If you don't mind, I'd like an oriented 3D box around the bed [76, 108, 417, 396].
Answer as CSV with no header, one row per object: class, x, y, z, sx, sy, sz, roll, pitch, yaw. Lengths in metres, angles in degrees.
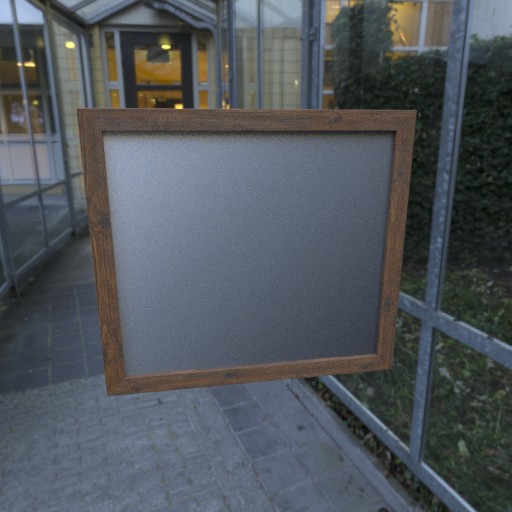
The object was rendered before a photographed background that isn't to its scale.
bed,0.000,0.000,1.499,1.046,0.942,0.046,-3,16,-9
